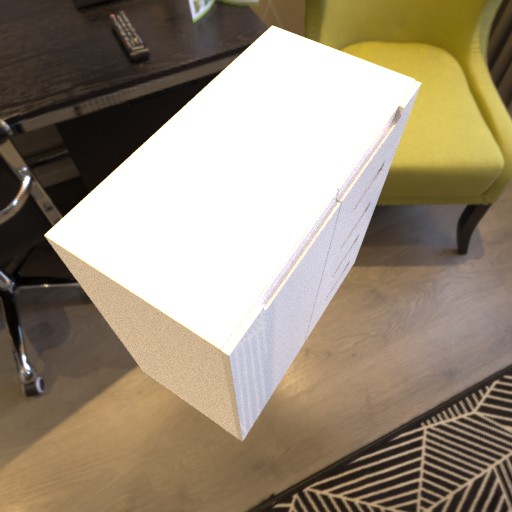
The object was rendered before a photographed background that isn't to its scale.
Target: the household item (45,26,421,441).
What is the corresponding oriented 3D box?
[{"bbox_3d":[0.000,0.000,1.311,0.420,0.870,0.800,29,63,17],"label":"household item"}]
